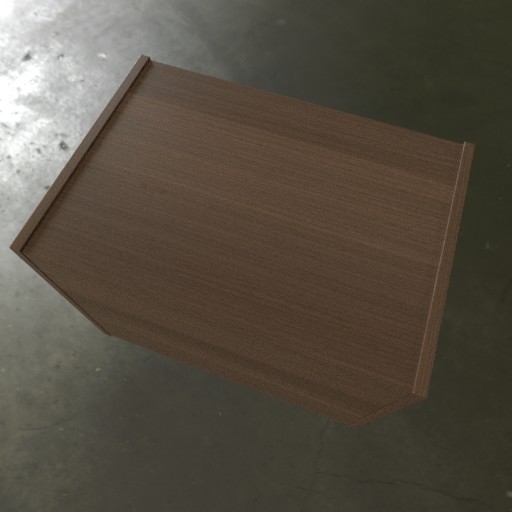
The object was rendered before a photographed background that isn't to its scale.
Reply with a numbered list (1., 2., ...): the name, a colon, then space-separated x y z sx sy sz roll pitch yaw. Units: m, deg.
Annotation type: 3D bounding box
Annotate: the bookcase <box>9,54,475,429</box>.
1. bookcase: 0.000 0.000 0.603 0.415 0.305 0.290 18 66 9
